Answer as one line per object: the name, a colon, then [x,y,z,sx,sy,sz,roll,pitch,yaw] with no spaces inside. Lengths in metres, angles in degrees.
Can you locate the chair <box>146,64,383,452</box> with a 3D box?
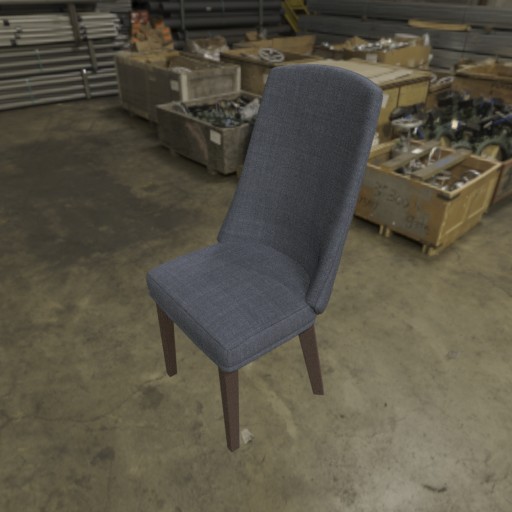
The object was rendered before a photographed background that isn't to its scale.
chair: [0.000,0.000,1.386,0.577,1.050,0.510,-23,39,-32]
